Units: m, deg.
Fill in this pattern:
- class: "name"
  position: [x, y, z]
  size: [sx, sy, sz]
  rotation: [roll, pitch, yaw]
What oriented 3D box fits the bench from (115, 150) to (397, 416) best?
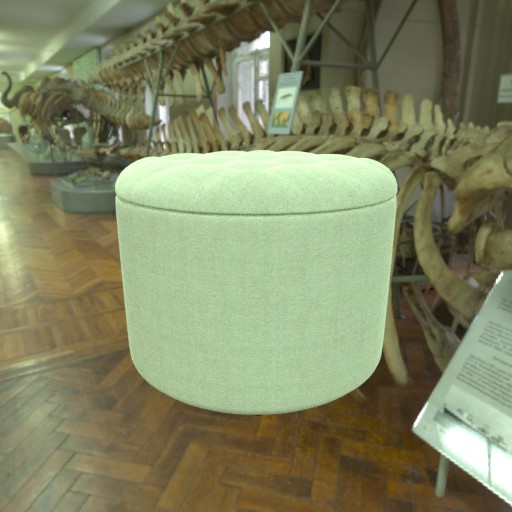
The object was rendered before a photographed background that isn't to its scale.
- class: "bench"
  position: [0.000, 0.000, 1.028]
  size: [0.600, 0.453, 0.600]
  rotation: [0, 17, 0]
